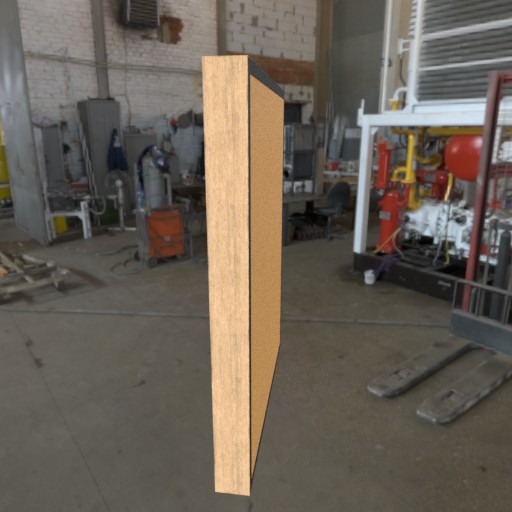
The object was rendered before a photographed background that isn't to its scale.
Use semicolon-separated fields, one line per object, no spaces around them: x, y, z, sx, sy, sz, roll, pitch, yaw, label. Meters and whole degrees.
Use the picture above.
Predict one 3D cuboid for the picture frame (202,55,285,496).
0.000;0.000;0.706;0.046;0.526;0.421;2;16;8;picture frame
